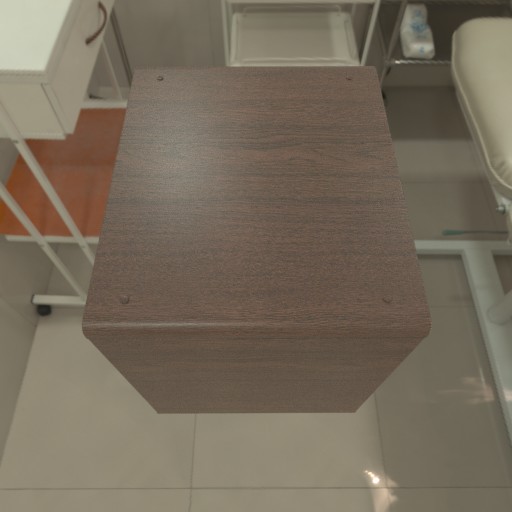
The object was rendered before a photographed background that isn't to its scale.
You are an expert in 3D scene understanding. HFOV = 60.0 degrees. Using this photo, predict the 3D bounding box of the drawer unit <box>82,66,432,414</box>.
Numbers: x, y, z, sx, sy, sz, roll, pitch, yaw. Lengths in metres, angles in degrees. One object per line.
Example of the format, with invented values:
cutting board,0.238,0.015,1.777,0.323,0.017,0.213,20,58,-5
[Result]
drawer unit,0.000,0.000,0.596,0.290,0.344,0.344,0,59,0
